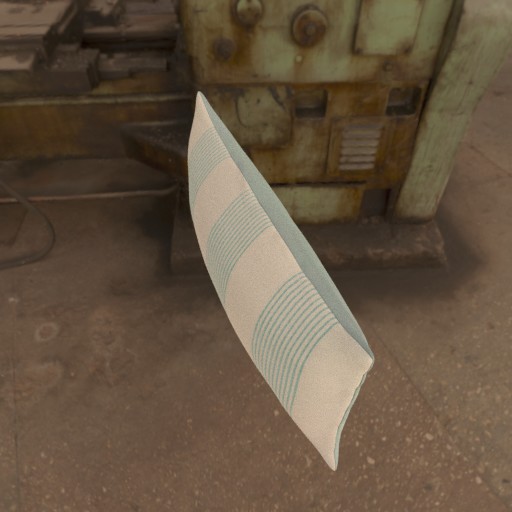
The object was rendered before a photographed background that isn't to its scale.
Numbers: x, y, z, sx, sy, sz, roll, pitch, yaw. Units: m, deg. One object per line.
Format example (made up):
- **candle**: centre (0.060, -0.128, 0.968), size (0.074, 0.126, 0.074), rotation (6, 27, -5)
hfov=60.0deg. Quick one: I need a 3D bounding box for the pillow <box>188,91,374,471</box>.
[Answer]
- **pillow**: centre (0.000, 0.000, 0.719), size (0.151, 0.287, 0.610), rotation (-15, 47, -15)
